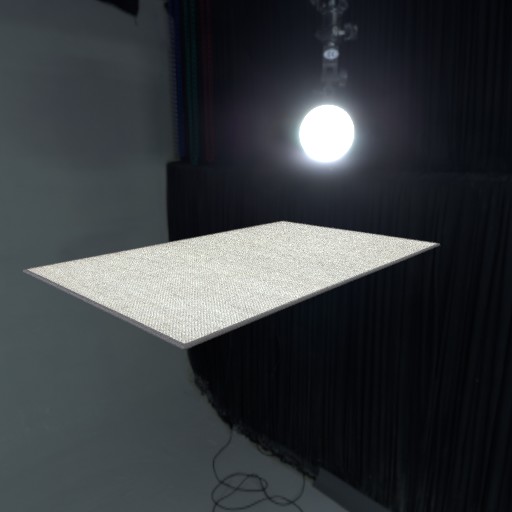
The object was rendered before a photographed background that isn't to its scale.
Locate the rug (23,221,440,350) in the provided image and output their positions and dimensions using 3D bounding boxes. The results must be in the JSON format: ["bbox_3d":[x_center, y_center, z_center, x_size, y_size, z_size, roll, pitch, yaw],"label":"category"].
[{"bbox_3d":[0.000,0.000,2.062,1.067,0.013,1.676,13,19,41],"label":"rug"}]
